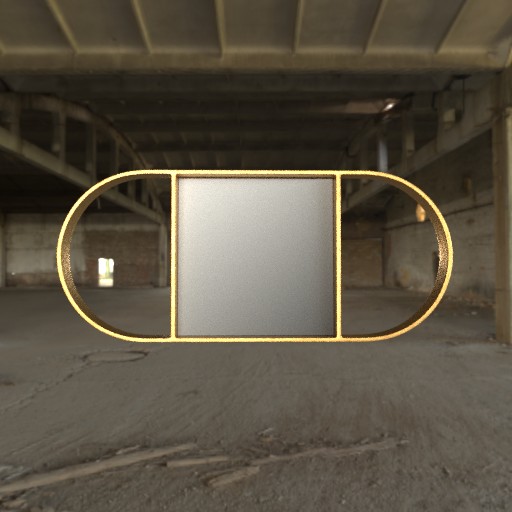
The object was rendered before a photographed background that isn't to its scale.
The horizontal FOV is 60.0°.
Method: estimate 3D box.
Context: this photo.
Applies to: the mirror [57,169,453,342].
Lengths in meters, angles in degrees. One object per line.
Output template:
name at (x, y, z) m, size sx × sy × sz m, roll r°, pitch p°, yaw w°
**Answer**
mirror at (0.000, 0.000, 0.669) m, size 0.584 × 0.254 × 0.032 m, roll 0°, pitch -1°, yaw -1°
